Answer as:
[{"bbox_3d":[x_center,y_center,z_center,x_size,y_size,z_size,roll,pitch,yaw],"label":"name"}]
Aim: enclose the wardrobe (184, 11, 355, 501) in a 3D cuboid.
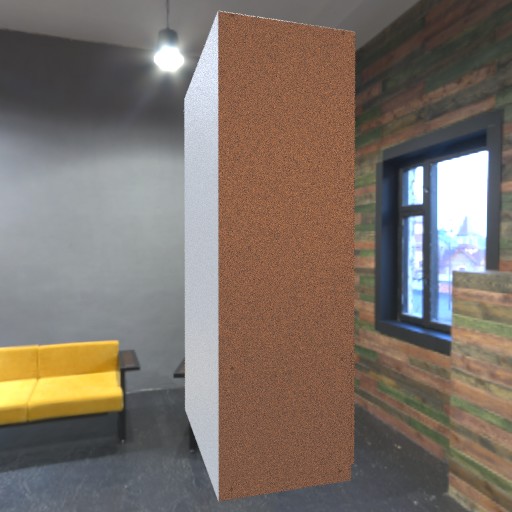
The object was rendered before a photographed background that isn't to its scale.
[{"bbox_3d":[0.000,0.000,2.187,0.577,1.808,0.991,0,1,-16],"label":"wardrobe"}]
